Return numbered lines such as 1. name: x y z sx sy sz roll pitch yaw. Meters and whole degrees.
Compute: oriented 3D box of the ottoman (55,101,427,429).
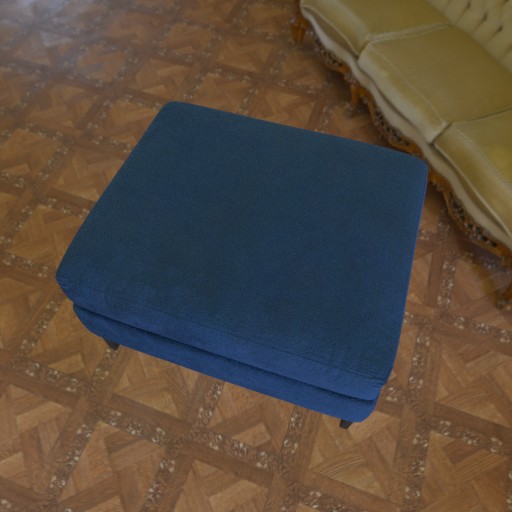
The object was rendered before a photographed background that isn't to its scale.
1. ottoman: 0.000 0.000 1.225 0.794 0.485 0.655 16 60 10
